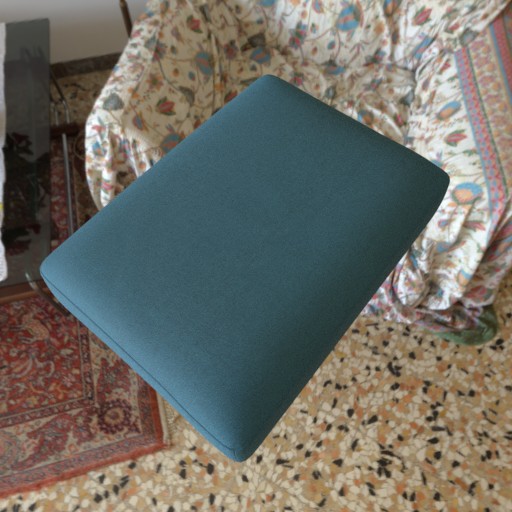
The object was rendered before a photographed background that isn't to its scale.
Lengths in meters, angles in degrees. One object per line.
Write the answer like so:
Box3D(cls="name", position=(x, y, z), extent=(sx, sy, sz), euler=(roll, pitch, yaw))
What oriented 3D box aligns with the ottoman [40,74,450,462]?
Box3D(cls="ottoman", position=(0.000, 0.000, 1.054), extent=(0.549, 0.428, 0.749), euler=(36, 68, 17))
